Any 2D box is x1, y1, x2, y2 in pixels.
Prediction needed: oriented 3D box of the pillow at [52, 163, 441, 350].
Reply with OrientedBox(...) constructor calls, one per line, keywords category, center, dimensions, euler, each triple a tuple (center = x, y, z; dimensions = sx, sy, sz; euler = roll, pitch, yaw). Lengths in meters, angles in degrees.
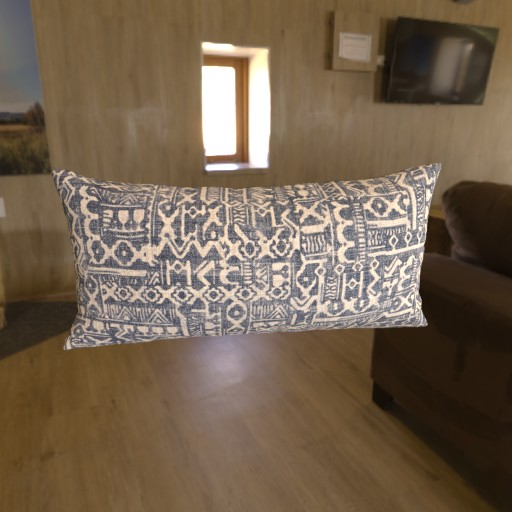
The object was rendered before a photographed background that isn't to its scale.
OrientedBox(category="pillow", center=(0.000, 0.000, 0.724), dimensions=(0.631, 0.292, 0.148), euler=(-2, 16, -8))
